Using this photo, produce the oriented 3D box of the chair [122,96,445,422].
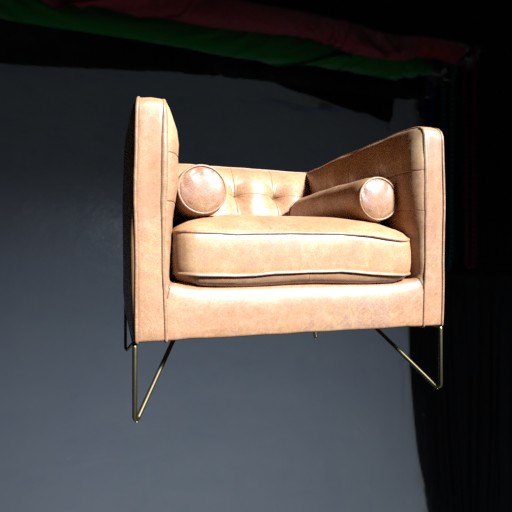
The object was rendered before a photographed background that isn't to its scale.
[{"bbox_3d":[0.000,0.000,1.597,0.920,0.797,0.912,0,0,-18],"label":"chair"}]
